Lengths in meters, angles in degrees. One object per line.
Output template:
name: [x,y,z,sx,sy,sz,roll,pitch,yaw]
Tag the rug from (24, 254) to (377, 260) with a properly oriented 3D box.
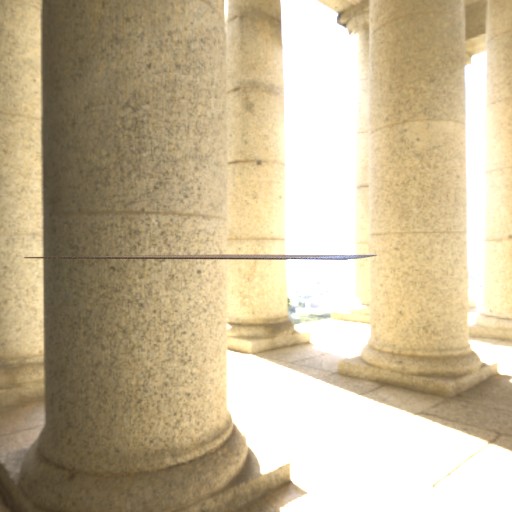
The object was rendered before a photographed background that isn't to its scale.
rug: [0.000,0.000,2.983,1.521,0.006,2.435,0,1,18]
